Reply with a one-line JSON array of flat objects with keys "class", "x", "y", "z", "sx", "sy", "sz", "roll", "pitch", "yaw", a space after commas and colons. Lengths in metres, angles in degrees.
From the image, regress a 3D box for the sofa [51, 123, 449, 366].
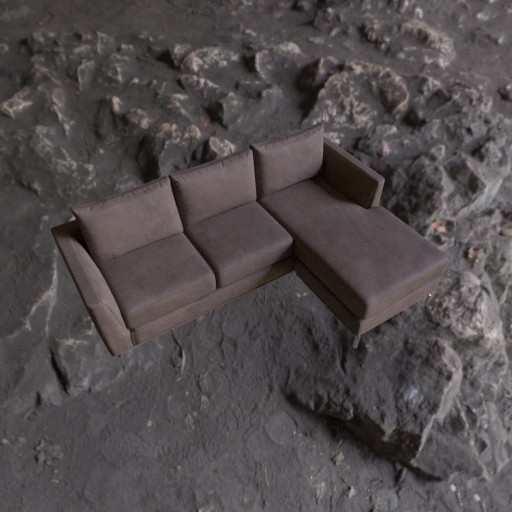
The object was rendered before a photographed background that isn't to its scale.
[{"class": "sofa", "x": 0.000, "y": 0.000, "z": 3.292, "sx": 2.438, "sy": 0.987, "sz": 1.622, "roll": -24, "pitch": 50, "yaw": -22}]
